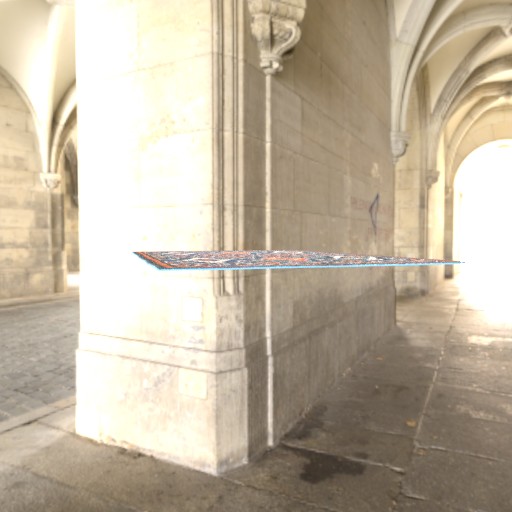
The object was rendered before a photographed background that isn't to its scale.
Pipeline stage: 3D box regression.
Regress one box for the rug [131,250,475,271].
[{"bbox_3d":[0.000,0.000,3.142,1.622,0.009,2.373,-1,2,-18],"label":"rug"}]
